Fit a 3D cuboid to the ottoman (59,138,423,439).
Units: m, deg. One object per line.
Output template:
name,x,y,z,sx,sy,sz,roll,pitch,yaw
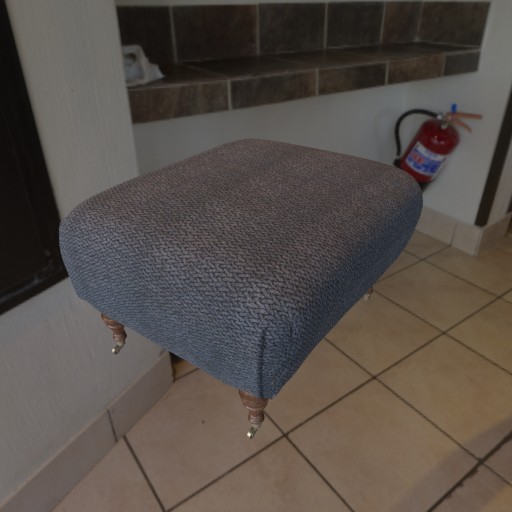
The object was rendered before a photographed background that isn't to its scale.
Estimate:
ottoman,0.000,0.000,1.139,0.622,0.450,0.747,20,36,30
